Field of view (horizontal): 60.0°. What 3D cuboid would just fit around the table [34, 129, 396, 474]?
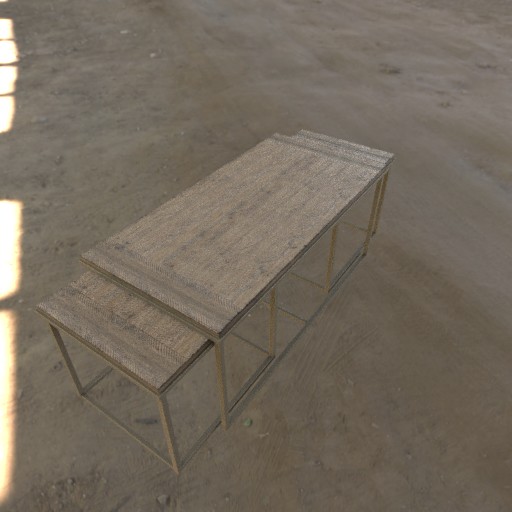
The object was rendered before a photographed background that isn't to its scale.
[{"bbox_3d":[0.000,0.000,1.528,0.489,0.427,1.312,24,45,26],"label":"table"}]
